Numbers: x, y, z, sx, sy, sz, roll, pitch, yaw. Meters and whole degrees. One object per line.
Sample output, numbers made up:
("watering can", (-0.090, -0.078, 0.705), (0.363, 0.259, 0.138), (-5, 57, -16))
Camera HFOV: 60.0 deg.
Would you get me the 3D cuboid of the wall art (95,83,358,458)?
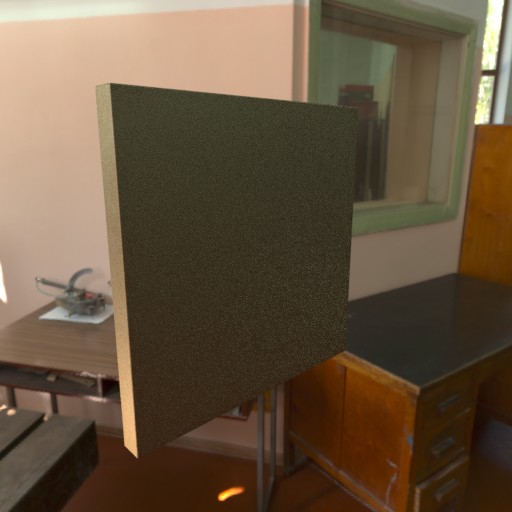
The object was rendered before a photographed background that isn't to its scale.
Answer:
("wall art", (0.000, 0.000, 0.755), (0.503, 0.506, 0.040), (-13, 19, -42))
